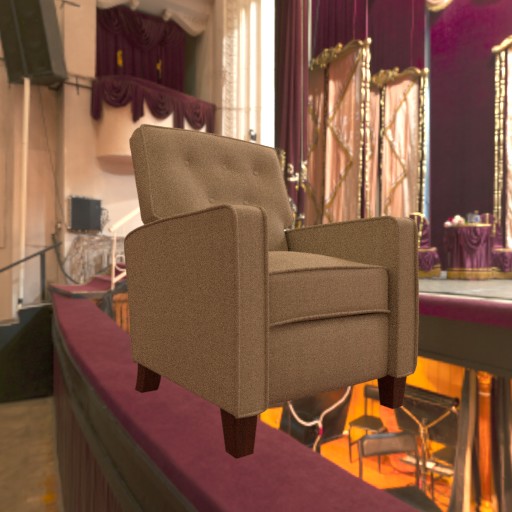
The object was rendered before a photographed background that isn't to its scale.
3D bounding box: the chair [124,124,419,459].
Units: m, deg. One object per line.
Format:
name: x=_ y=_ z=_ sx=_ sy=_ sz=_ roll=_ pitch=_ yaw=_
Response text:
chair: x=0.000 y=0.000 z=1.412 sx=0.648 sy=0.888 sz=0.754 roll=0 pitch=0 yaw=-35
